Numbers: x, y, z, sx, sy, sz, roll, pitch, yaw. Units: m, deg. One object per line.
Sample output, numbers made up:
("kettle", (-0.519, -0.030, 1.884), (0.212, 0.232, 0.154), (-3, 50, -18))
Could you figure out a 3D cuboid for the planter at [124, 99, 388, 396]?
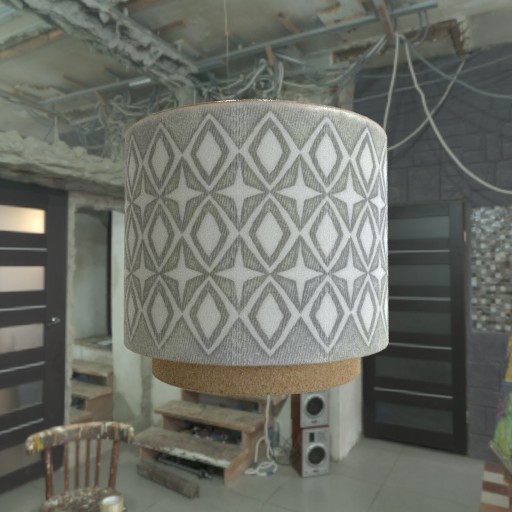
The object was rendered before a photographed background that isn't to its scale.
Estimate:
("planter", (0.000, 0.000, 0.447), (0.255, 0.223, 0.255), (0, -1, 0))
